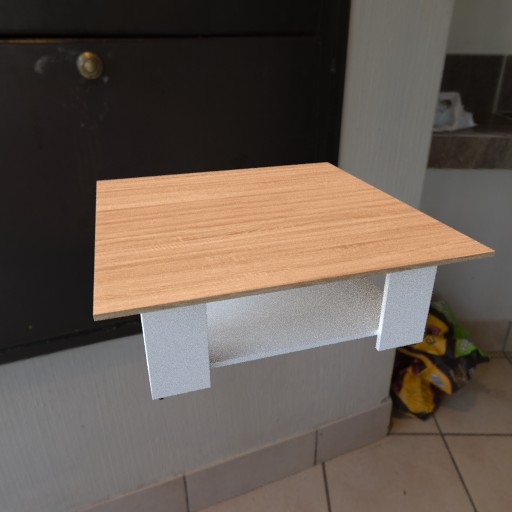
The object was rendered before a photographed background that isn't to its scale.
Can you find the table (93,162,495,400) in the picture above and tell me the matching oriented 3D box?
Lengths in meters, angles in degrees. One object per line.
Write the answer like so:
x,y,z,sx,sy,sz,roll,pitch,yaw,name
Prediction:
0.000,0.000,1.360,0.890,0.305,0.890,-8,27,-16,table
